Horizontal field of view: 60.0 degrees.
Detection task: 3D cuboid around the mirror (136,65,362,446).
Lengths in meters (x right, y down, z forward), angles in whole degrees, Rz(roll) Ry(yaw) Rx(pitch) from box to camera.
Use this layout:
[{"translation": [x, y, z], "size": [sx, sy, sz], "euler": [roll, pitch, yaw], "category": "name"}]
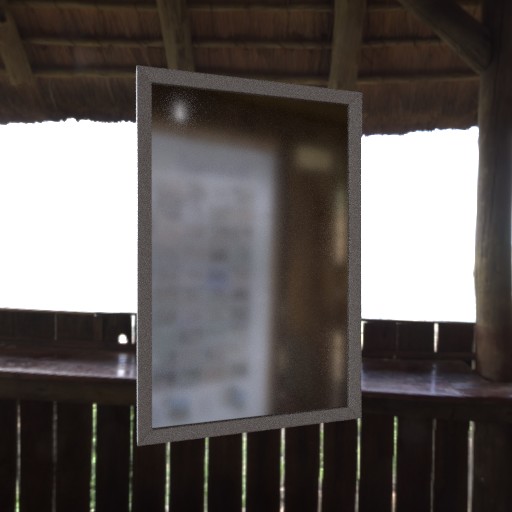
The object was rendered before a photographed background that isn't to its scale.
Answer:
[{"translation": [0.000, 0.000, 1.173], "size": [0.609, 0.914, 0.041], "euler": [0, 1, -17], "category": "mirror"}]
